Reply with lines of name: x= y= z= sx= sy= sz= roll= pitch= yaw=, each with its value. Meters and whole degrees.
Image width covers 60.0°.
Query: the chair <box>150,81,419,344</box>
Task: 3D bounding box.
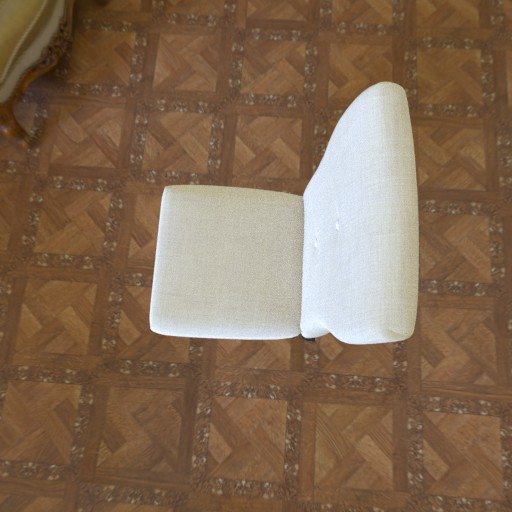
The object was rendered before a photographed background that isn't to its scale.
chair: x=0.000 y=0.000 z=1.253 sx=0.597 sy=0.921 sz=0.509 roll=3 pitch=76 yaw=1
